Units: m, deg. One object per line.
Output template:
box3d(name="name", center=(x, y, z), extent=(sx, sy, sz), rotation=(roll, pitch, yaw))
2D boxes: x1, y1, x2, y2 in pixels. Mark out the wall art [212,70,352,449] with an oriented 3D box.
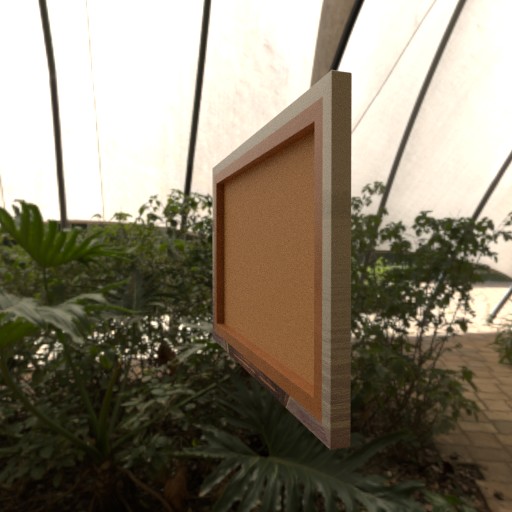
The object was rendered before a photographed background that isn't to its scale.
box3d(name="wall art", center=(0.000, 0.000, 1.150), extent=(0.037, 0.609, 0.916), rotation=(0, 1, -17))
